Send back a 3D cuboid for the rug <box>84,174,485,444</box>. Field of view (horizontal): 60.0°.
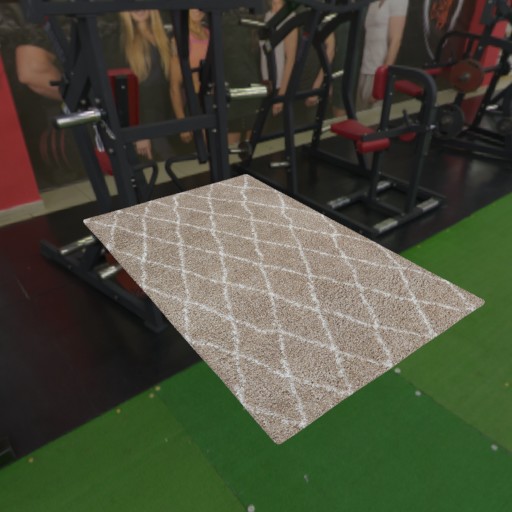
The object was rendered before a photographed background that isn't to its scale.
[{"bbox_3d":[0.000,0.000,3.431,1.778,0.030,2.743,-22,39,-30],"label":"rug"}]
